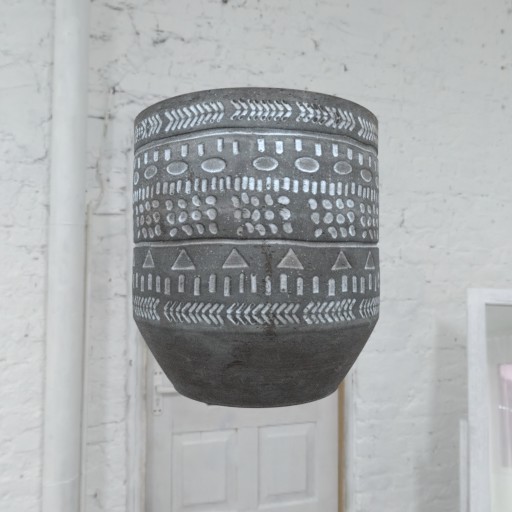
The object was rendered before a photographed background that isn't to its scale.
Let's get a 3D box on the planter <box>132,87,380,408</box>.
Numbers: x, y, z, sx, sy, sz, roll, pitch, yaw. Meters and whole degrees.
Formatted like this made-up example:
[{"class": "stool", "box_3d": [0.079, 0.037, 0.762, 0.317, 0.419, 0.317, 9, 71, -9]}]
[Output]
[{"class": "planter", "box_3d": [0.000, 0.000, 0.264, 0.142, 0.149, 0.142, 0, 0, 0]}]
